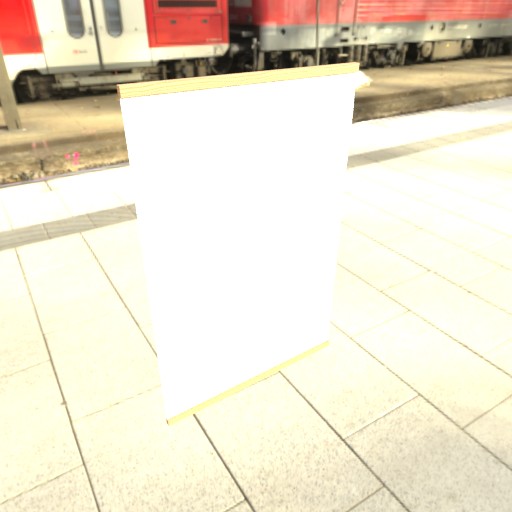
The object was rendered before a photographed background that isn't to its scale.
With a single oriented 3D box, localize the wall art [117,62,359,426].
[{"bbox_3d":[0.000,0.000,1.970,1.011,1.521,0.025,-19,35,-29],"label":"wall art"}]
